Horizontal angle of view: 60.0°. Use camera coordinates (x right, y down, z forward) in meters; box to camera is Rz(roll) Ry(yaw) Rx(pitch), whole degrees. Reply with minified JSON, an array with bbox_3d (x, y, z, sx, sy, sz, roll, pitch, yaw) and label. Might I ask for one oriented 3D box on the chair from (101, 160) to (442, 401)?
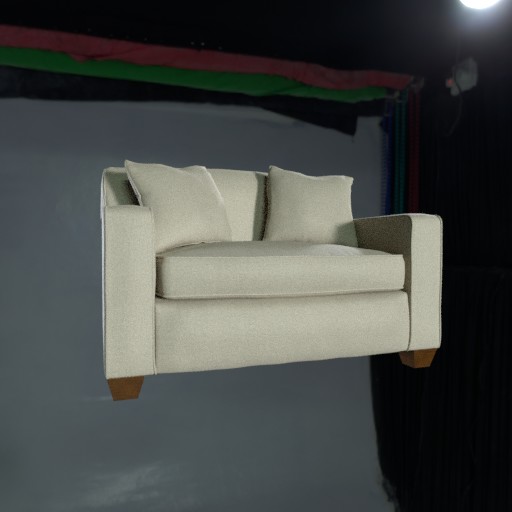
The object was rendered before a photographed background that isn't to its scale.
[{"bbox_3d":[0.000,0.000,2.095,1.383,0.948,1.000,0,1,-19],"label":"chair"}]
